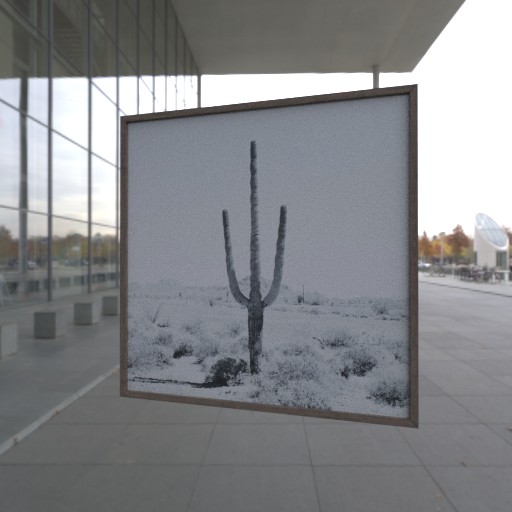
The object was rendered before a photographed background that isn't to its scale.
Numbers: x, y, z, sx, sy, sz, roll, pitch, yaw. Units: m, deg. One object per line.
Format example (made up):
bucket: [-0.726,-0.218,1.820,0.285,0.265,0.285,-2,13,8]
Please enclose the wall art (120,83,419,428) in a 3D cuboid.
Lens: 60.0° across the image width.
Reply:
wall art: [0.000,0.000,1.110,0.762,0.762,0.038,0,0,17]
